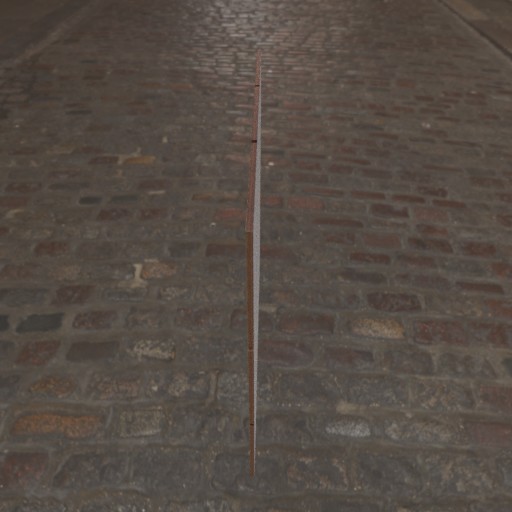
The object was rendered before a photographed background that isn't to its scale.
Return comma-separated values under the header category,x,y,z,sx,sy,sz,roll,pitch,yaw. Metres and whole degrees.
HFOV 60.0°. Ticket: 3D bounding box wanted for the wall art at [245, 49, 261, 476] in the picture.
category,x,y,z,sx,sy,sz,roll,pitch,yaw
wall art,0.000,0.000,1.833,0.017,1.246,1.256,1,41,1
